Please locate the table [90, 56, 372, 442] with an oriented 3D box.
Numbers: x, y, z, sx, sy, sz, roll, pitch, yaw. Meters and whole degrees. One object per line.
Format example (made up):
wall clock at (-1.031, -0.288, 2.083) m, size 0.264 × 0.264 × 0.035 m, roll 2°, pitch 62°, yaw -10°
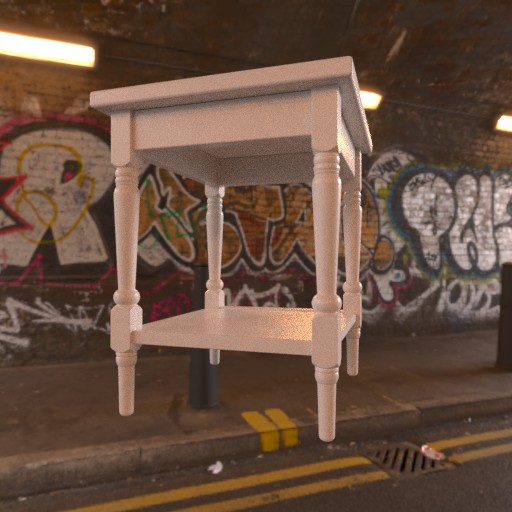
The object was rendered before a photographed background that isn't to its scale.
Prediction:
table at (0.000, 0.000, 0.922) m, size 0.442 × 0.565 × 0.488 m, roll 0°, pitch 0°, yaw 18°
